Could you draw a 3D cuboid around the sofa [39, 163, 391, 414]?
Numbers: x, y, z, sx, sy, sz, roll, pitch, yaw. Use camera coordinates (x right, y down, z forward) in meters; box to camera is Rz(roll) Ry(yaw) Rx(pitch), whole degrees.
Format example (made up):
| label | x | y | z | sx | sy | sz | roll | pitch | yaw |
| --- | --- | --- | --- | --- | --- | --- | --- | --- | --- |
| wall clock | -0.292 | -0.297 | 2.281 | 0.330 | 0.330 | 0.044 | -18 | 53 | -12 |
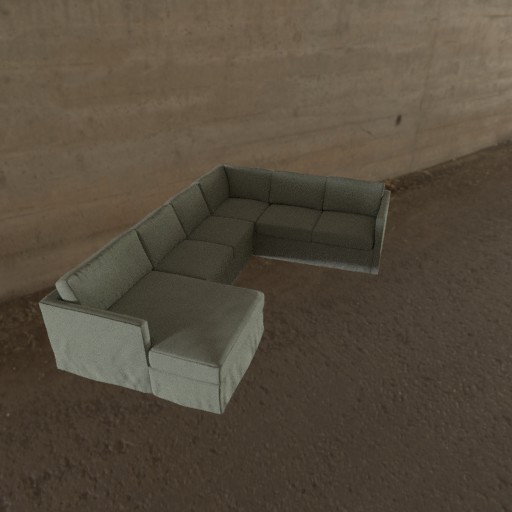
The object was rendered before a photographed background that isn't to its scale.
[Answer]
| label | x | y | z | sx | sy | sz | roll | pitch | yaw |
| --- | --- | --- | --- | --- | --- | --- | --- | --- | --- |
| sofa | 0.000 | 0.000 | 4.611 | 2.440 | 0.869 | 3.434 | 9 | 30 | 16 |
